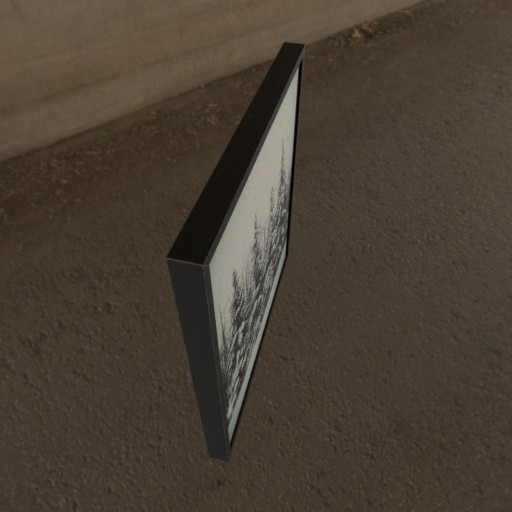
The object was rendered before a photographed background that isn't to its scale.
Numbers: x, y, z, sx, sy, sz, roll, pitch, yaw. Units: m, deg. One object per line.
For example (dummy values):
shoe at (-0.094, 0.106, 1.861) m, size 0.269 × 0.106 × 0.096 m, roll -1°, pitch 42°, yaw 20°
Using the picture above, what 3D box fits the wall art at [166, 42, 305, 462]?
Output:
wall art at (0.000, 0.000, 0.748) m, size 0.036 × 0.506 × 0.506 m, roll 11°, pitch 48°, yaw 10°
